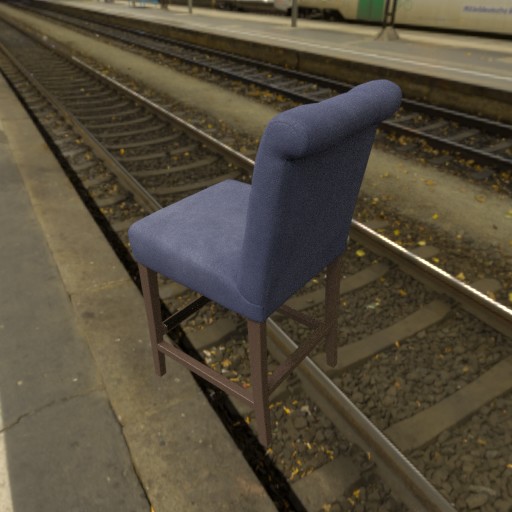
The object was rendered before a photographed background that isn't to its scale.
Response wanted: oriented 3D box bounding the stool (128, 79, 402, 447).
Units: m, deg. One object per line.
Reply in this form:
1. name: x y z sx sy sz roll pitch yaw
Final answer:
1. stool: 0.000 0.000 1.350 0.601 1.010 0.493 22 38 31
